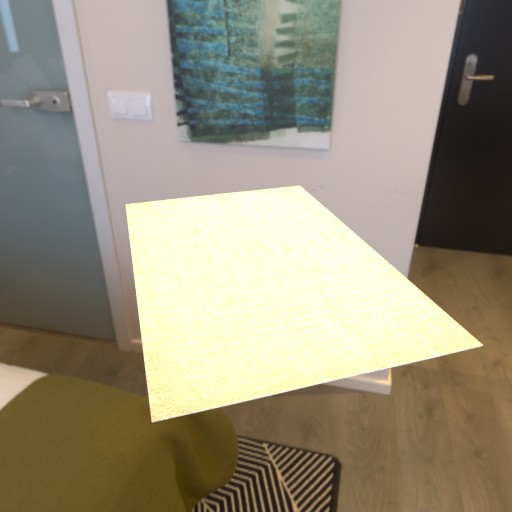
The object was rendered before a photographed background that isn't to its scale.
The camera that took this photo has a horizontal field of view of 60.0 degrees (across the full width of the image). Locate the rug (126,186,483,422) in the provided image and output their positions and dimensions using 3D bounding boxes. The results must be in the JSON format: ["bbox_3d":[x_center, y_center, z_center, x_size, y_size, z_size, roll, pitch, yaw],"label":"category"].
[{"bbox_3d":[0.000,0.000,2.259,1.211,0.007,1.827,-8,30,-15],"label":"rug"}]
